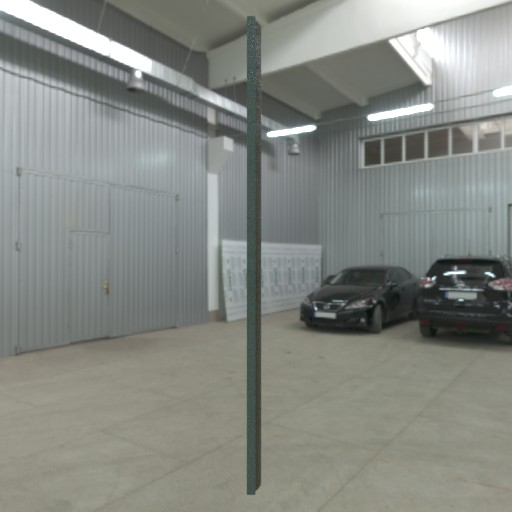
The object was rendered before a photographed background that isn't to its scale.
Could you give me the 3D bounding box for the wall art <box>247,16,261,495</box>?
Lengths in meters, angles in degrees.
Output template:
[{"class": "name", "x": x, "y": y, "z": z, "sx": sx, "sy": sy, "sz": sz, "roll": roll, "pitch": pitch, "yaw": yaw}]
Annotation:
[{"class": "wall art", "x": 0.000, "y": 0.000, "z": 1.293, "sx": 0.030, "sy": 0.983, "sz": 0.767, "roll": 0, "pitch": -1, "yaw": 1}]
